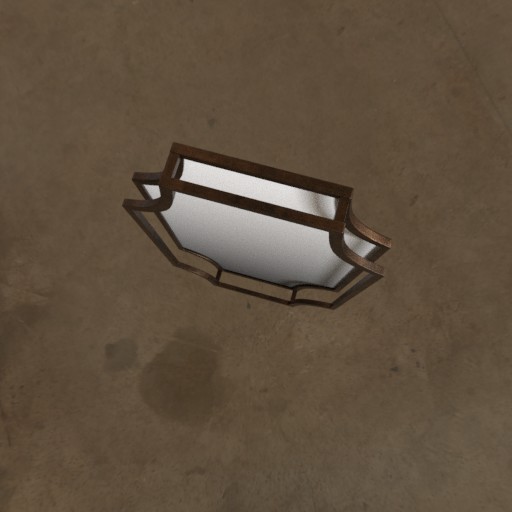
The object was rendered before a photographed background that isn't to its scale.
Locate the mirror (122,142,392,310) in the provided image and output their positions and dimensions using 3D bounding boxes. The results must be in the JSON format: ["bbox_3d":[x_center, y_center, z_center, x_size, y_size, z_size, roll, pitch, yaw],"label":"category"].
[{"bbox_3d":[0.000,0.000,0.994,0.462,0.811,0.066,15,77,4],"label":"mirror"}]
